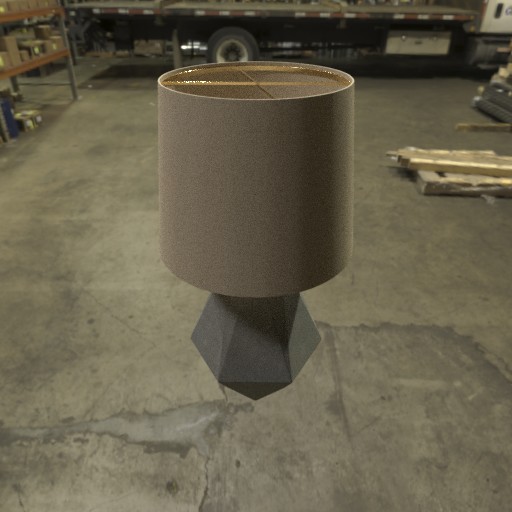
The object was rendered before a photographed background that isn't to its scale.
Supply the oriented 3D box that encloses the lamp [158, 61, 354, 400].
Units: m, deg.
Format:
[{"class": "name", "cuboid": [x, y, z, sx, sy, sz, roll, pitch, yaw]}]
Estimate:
[{"class": "lamp", "cuboid": [0.000, 0.000, 0.658, 0.276, 0.501, 0.276, 0, 32, 0]}]
